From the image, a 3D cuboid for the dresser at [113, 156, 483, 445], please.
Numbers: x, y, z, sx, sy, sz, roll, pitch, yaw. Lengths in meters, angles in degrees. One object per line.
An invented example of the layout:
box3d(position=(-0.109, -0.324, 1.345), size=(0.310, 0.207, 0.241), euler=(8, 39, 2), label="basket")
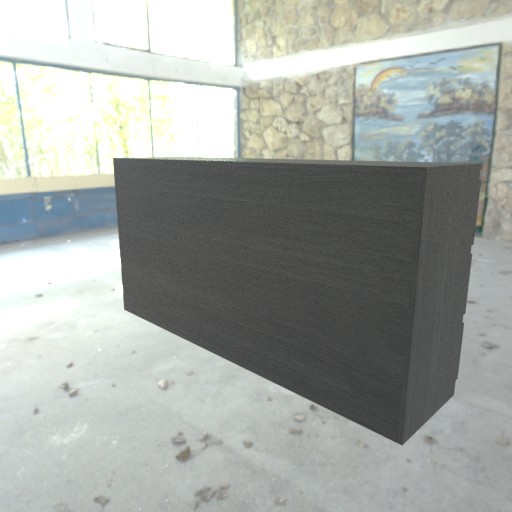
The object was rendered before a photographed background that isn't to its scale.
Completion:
box3d(position=(0.000, 0.000, 1.876), size=(1.590, 0.795, 0.400), euler=(13, 19, 43), label="dresser")
